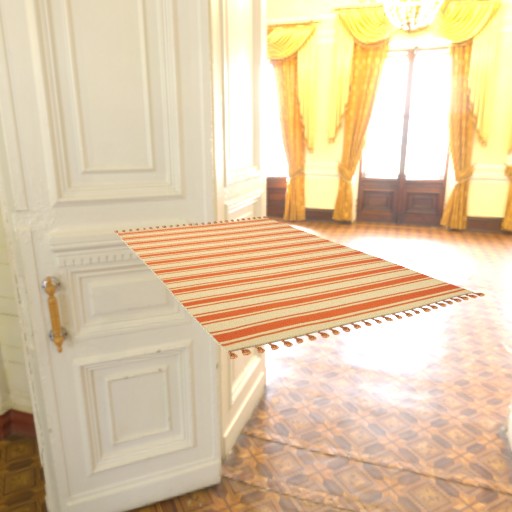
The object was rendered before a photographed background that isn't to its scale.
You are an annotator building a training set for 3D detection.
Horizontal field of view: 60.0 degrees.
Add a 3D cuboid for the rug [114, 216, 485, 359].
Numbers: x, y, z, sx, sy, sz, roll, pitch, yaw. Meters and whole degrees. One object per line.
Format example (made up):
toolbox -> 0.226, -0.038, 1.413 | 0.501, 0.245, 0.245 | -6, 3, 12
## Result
rug -> 0.000, 0.000, 2.565 | 1.232, 0.017, 2.092 | -8, 18, -26
